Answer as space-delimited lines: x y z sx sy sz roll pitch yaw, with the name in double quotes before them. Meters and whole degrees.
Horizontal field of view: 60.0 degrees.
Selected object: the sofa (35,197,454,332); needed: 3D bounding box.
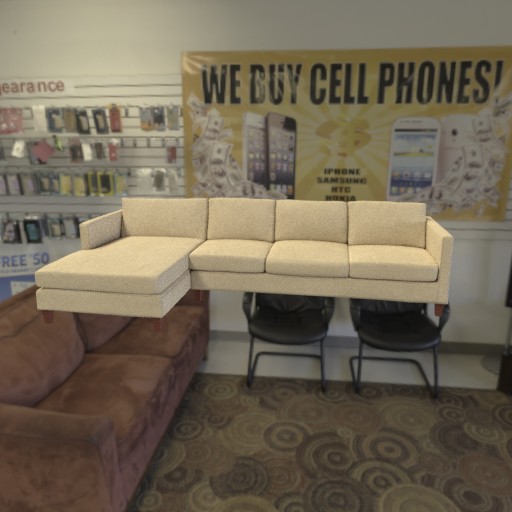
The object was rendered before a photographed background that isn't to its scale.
"sofa" 0.000 0.000 3.868 3.186 0.846 1.625 3 15 10
